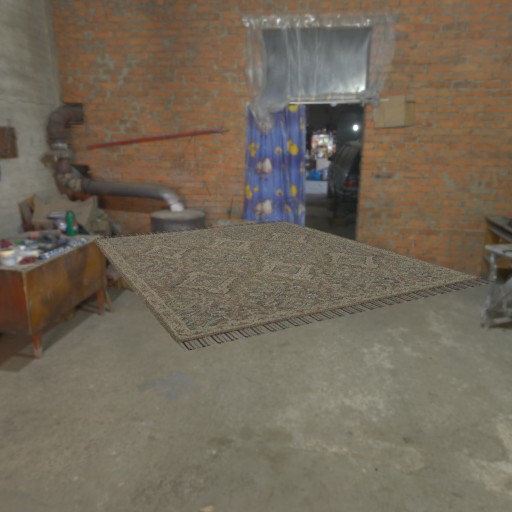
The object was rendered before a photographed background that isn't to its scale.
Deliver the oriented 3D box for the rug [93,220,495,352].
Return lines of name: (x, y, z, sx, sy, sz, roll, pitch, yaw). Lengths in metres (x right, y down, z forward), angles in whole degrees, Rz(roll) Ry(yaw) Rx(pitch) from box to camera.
rug: (0.000, 0.000, 4.066, 2.437, 0.010, 3.056, -7, 16, -27)
